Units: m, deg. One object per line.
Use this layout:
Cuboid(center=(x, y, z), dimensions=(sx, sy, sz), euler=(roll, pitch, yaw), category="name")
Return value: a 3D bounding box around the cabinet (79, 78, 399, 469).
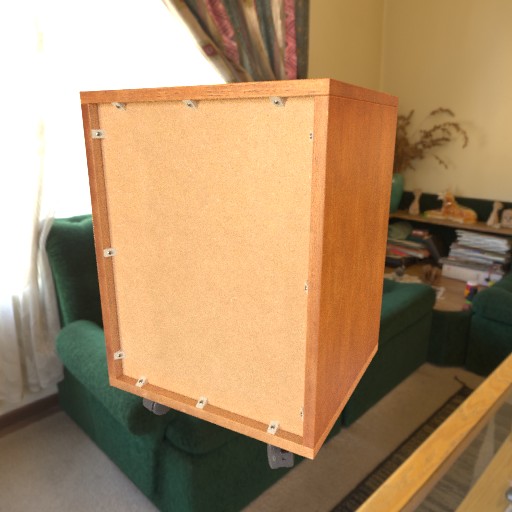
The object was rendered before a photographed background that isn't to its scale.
Cuboid(center=(0.000, 0.000, 0.845), dimensions=(0.409, 0.579, 0.401), euler=(9, 18, 27), category="cabinet")
